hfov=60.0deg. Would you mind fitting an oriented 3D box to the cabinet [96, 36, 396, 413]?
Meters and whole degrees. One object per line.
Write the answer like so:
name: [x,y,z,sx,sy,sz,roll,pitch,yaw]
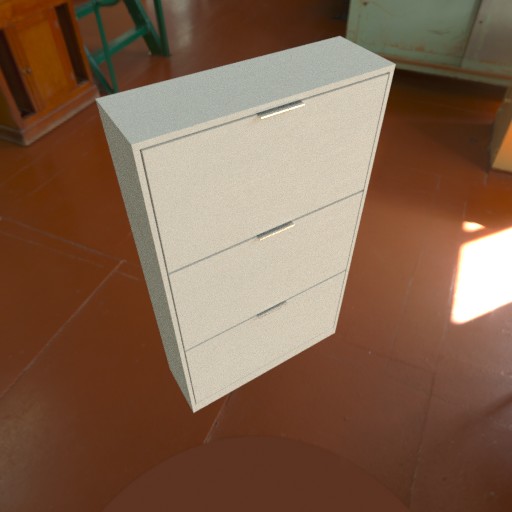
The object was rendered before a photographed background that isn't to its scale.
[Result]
cabinet: [0.000,0.000,1.586,0.750,1.280,0.250,-24,51,-21]
